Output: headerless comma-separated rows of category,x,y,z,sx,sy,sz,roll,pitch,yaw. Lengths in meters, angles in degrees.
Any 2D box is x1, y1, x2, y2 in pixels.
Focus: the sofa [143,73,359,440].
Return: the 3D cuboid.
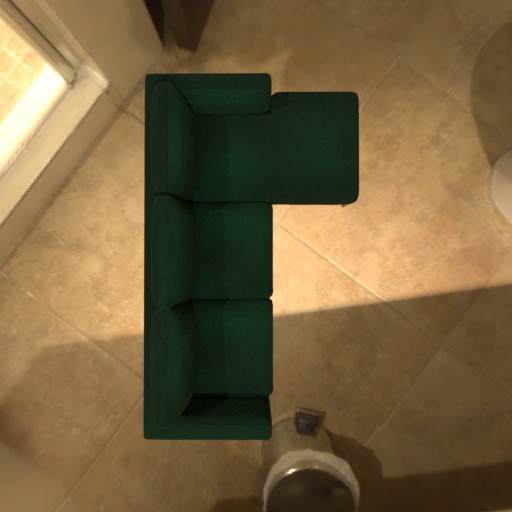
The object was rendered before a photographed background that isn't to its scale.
sofa,0.000,0.000,3.175,1.489,1.007,2.441,0,89,0
